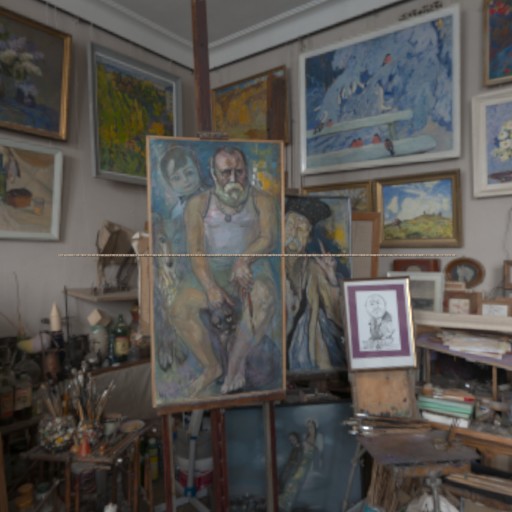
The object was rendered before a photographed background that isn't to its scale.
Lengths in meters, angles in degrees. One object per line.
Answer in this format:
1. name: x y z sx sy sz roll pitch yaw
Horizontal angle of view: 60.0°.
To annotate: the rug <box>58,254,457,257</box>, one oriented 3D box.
1. rug: 0.000 0.000 4.147 2.439 0.013 3.048 0 0 0
